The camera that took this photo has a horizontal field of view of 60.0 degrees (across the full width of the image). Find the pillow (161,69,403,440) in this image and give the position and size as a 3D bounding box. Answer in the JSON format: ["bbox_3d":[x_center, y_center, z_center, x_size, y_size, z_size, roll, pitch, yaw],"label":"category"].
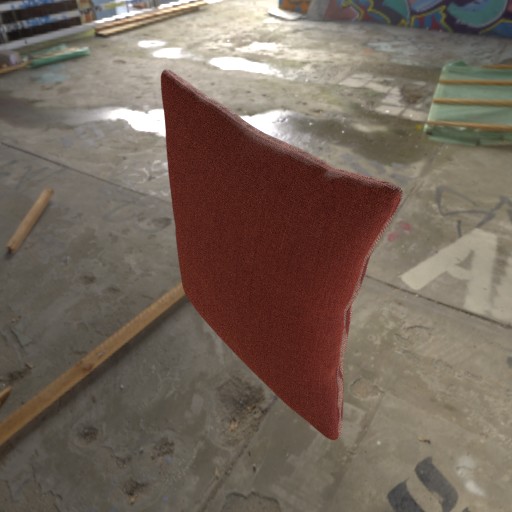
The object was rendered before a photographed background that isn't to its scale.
[{"bbox_3d":[0.000,0.000,0.650,0.159,0.434,0.429,-26,46,-29],"label":"pillow"}]
